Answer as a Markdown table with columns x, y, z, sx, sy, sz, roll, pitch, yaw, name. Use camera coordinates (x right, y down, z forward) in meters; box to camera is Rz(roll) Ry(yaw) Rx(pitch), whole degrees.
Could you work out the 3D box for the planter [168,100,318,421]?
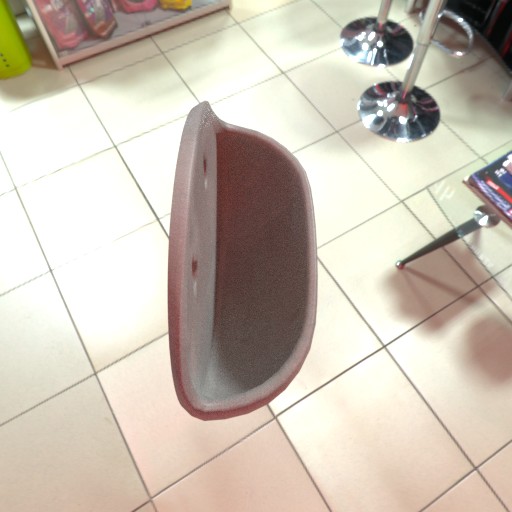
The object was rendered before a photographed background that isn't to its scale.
| x | y | z | sx | sy | sz | roll | pitch | yaw | name |
| --- | --- | --- | --- | --- | --- | --- | --- | --- | --- |
| 0.000 | 0.000 | 0.269 | 0.073 | 0.164 | 0.190 | 1 | 63 | 1 | planter |
